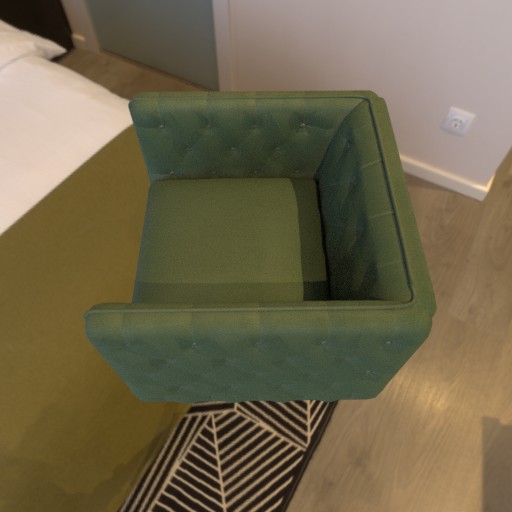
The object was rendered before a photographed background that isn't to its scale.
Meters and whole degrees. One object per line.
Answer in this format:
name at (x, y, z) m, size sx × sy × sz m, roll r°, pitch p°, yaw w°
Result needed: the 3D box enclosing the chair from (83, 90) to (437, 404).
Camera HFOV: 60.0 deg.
chair at (0.000, 0.000, 1.565) m, size 0.855 × 0.768 × 0.917 m, roll -1°, pitch 58°, yaw 0°
